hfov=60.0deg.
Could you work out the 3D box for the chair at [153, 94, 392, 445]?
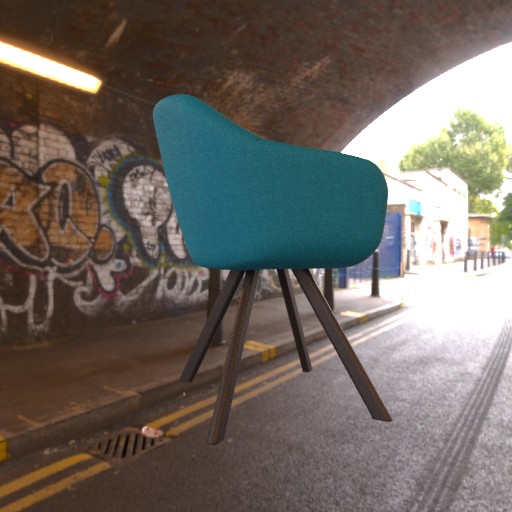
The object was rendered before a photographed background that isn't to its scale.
[{"bbox_3d":[0.000,0.000,1.221,0.550,0.795,0.590,0,1,-17],"label":"chair"}]
